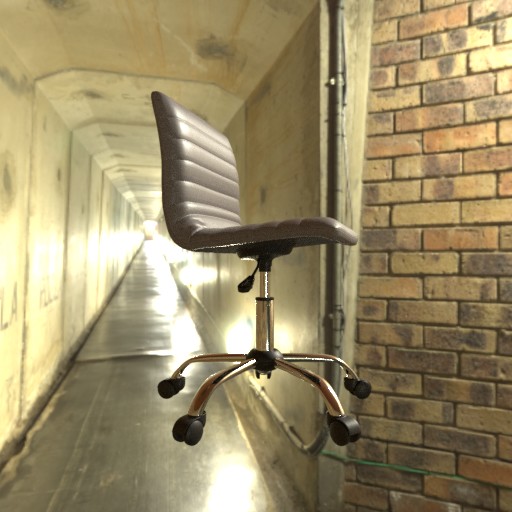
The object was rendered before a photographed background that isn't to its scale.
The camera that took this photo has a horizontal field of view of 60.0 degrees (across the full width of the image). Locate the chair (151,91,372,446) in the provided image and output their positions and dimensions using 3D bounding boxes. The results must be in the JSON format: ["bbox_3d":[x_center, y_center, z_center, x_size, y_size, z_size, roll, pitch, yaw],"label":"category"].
[{"bbox_3d":[0.000,0.000,1.109,0.542,0.750,0.569,0,-1,18],"label":"chair"}]
